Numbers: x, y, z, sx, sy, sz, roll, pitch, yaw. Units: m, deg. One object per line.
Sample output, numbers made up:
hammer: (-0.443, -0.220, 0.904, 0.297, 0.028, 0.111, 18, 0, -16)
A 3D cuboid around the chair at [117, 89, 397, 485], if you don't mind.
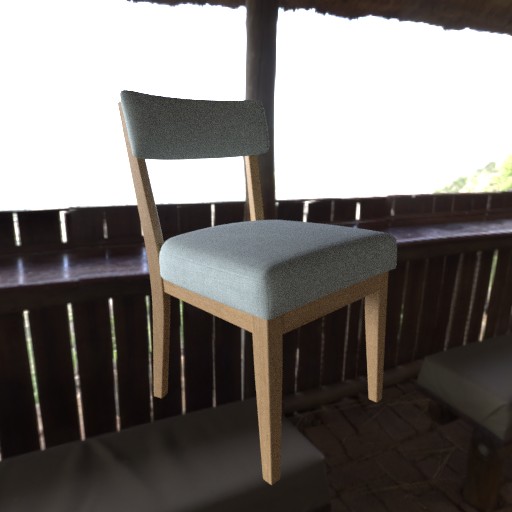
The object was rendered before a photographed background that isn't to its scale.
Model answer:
chair: (0.000, 0.000, 1.178, 0.508, 0.832, 0.572, -15, 21, -43)
